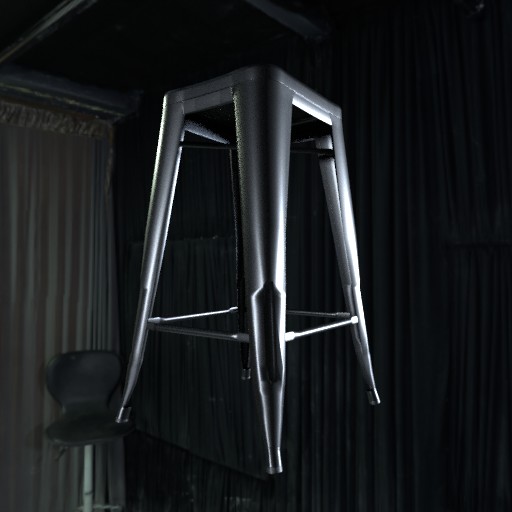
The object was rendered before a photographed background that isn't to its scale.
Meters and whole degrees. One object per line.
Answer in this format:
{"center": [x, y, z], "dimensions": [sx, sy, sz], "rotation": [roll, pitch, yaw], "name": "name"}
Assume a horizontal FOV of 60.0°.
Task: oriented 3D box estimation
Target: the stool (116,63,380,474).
{"center": [0.000, 0.000, 0.870], "dimensions": [0.359, 0.609, 0.399], "rotation": [-1, -1, 36], "name": "stool"}
